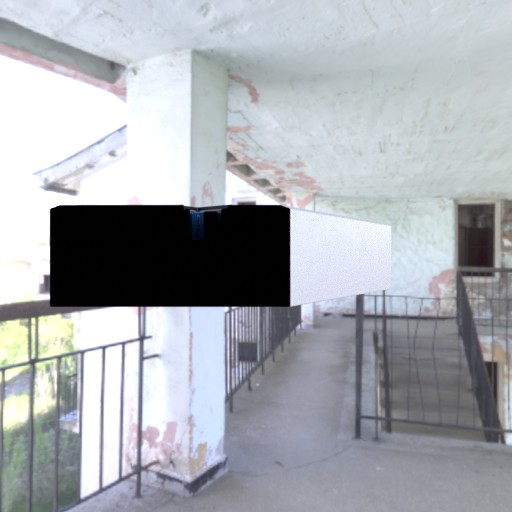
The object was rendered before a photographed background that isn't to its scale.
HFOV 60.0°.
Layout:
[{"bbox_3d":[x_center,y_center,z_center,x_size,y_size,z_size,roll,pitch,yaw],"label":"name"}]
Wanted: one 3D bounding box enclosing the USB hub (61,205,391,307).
[{"bbox_3d":[0.000,0.000,0.127,0.044,0.023,0.110,0,0,36],"label":"USB hub"}]
